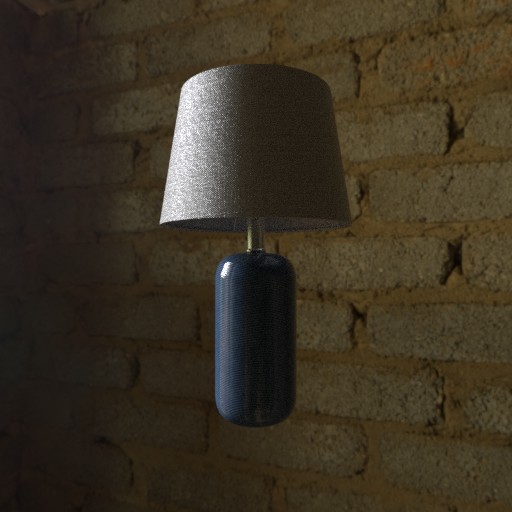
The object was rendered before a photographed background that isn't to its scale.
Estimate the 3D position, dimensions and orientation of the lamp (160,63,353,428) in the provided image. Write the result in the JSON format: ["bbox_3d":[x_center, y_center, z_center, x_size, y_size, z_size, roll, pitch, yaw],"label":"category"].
[{"bbox_3d":[0.000,0.000,0.593,0.253,0.428,0.253,0,-1,0],"label":"lamp"}]
